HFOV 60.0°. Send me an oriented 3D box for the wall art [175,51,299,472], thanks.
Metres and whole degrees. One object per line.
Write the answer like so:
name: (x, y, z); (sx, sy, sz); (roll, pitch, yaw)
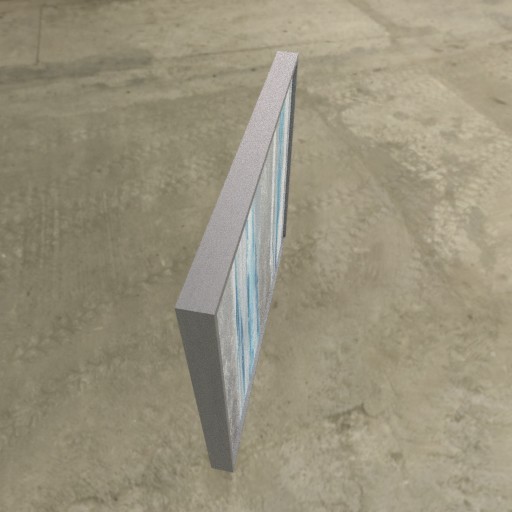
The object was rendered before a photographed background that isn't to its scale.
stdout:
wall art: (0.000, 0.000, 0.749); (0.037, 0.450, 0.557); (9, 48, 8)
